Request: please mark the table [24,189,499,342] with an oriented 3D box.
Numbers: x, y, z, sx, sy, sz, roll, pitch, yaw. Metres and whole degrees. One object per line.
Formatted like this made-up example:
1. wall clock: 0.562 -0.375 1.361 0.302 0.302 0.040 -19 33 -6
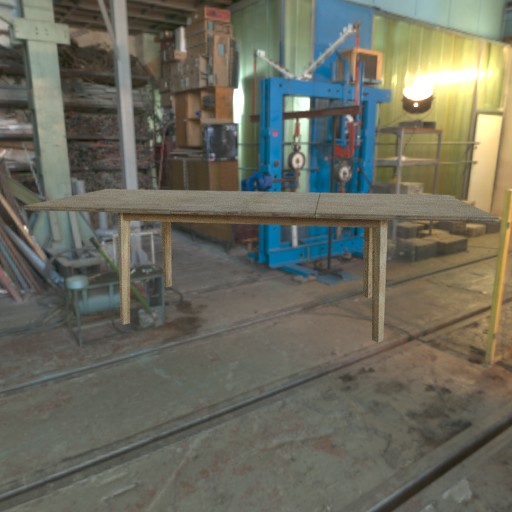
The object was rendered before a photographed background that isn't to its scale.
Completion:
1. table: 0.000 0.000 2.970 2.603 0.752 1.000 2 14 9
